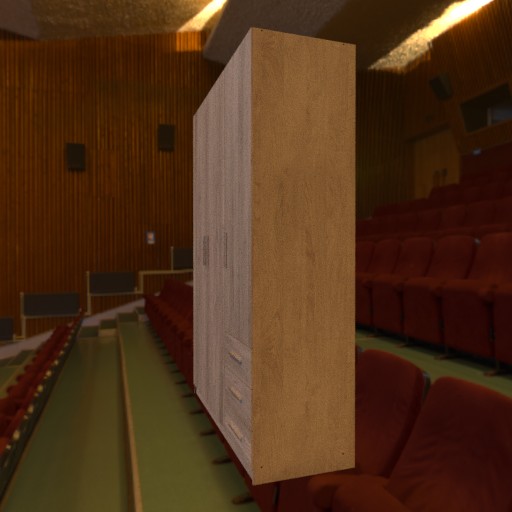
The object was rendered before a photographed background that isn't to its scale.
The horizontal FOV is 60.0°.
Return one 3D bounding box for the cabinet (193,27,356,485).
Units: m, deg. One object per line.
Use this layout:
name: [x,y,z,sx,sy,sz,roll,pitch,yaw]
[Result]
cabinet: [0.000,0.000,2.533,0.510,1.910,1.290,0,0,-19]
